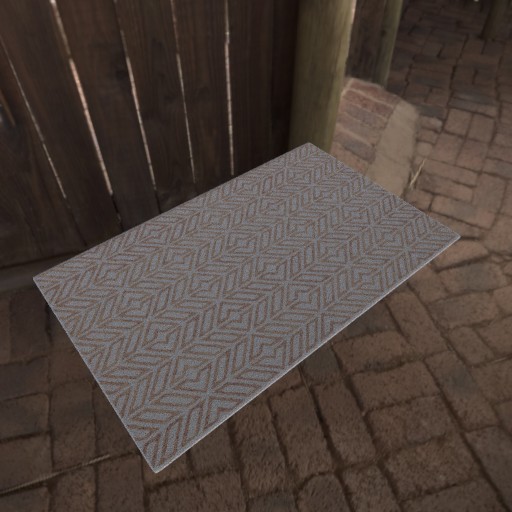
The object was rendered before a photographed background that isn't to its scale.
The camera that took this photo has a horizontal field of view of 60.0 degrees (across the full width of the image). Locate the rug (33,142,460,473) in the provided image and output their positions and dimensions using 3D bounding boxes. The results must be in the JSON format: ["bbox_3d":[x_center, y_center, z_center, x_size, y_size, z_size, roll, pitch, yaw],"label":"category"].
[{"bbox_3d":[0.000,0.000,2.948,2.438,0.008,1.523,-31,54,-26],"label":"rug"}]
